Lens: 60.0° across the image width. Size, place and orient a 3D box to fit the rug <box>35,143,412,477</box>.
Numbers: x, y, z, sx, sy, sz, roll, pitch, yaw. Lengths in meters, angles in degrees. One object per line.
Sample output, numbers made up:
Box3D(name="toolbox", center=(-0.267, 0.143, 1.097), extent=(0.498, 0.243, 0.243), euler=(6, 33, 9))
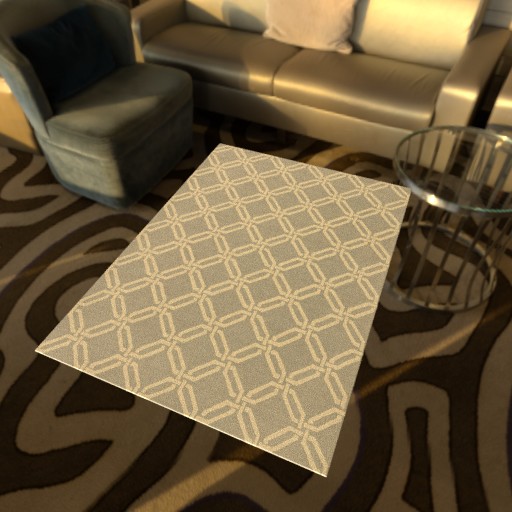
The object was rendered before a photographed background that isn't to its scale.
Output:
Box3D(name="rug", center=(0.000, 0.000, 4.312), extent=(2.438, 0.013, 3.353), euler=(17, 48, 16))
